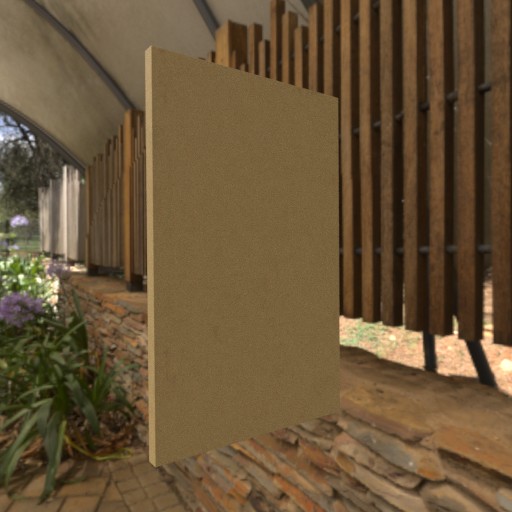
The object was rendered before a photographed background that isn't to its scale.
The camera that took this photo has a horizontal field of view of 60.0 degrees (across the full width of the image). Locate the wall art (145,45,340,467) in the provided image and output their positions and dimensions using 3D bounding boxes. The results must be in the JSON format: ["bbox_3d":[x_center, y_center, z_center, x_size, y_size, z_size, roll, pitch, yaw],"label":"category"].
[{"bbox_3d":[0.000,0.000,1.010,0.510,0.810,0.039,-1,1,-36],"label":"wall art"}]
